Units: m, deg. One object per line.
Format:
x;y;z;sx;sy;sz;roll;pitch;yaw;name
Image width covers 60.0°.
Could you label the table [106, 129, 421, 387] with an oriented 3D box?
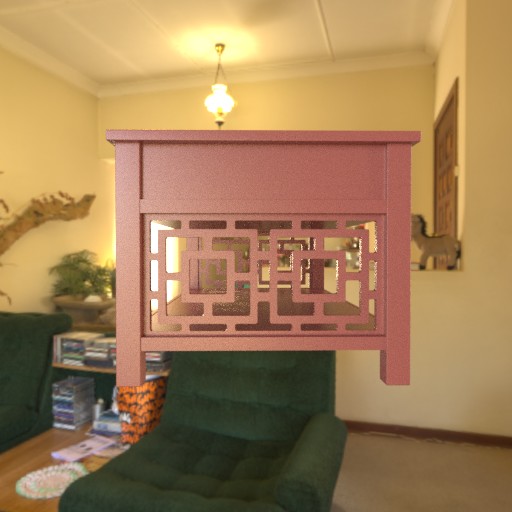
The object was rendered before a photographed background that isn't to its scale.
0.000;0.000;1.378;0.612;0.493;1.068;0;1;-1;table
